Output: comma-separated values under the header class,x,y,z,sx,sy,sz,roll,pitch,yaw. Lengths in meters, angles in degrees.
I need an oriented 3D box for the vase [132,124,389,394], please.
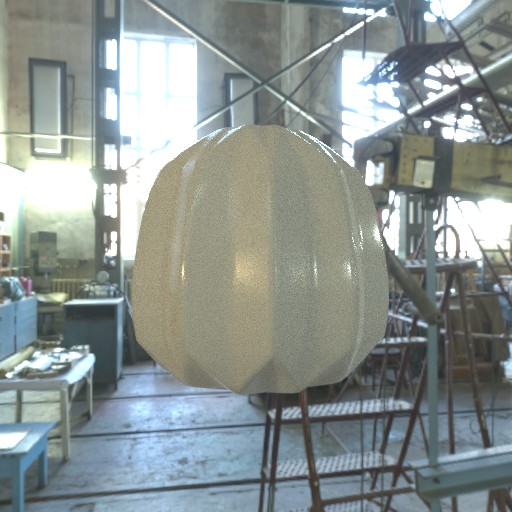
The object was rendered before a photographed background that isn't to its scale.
class,x,y,z,sx,sy,sz,roll,pitch,yaw
vase,0.000,0.000,0.249,0.139,0.134,0.139,0,0,0
